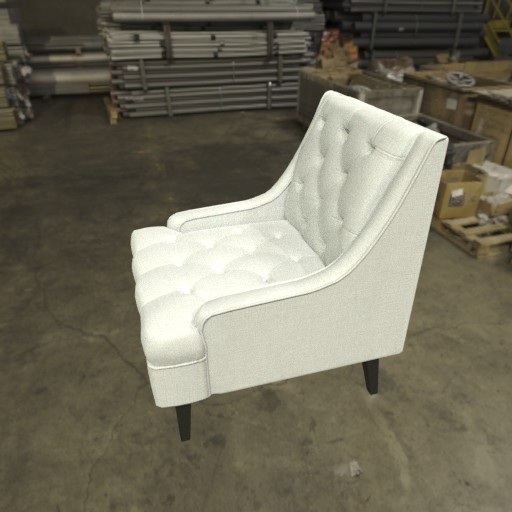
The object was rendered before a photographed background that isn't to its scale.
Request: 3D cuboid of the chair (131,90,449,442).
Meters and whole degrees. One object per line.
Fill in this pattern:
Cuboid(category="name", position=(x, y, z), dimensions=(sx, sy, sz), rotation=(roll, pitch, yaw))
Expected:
Cuboid(category="chair", position=(0.000, 0.000, 1.421), dimensions=(0.772, 0.891, 0.658), rotation=(-9, 31, -14))
